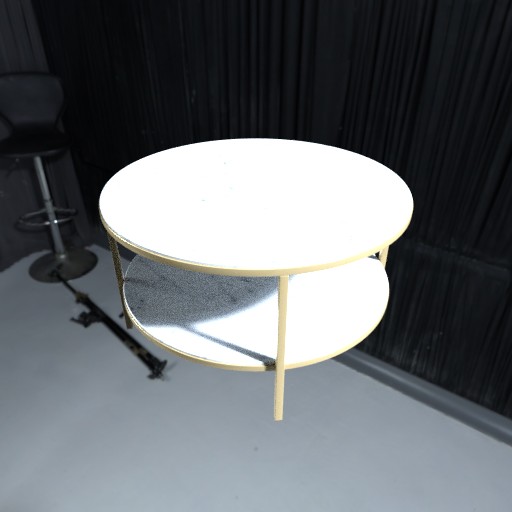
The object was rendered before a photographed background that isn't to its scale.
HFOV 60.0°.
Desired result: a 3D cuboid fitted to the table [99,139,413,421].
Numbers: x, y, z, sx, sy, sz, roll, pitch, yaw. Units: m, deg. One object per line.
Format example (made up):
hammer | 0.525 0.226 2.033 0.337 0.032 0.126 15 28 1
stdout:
table | 0.000 0.000 1.292 0.800 0.450 0.800 0 32 0
